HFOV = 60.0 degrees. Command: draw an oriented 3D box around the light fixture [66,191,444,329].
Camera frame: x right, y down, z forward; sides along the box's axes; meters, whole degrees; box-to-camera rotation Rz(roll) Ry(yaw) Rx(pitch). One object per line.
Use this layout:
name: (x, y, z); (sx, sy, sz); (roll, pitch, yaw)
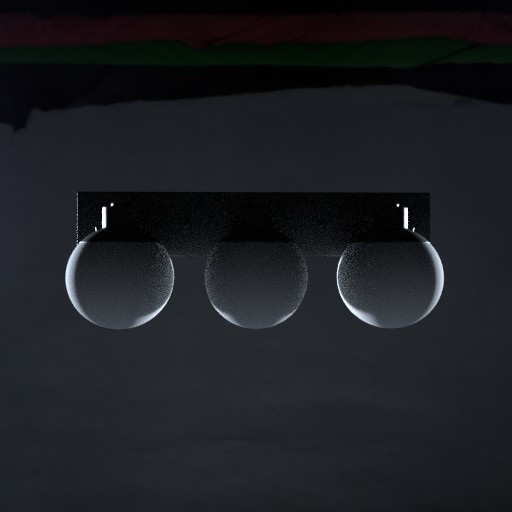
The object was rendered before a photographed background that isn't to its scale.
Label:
light fixture: (0.000, 0.000, 0.825); (0.721, 0.263, 0.218); (0, -1, -1)
